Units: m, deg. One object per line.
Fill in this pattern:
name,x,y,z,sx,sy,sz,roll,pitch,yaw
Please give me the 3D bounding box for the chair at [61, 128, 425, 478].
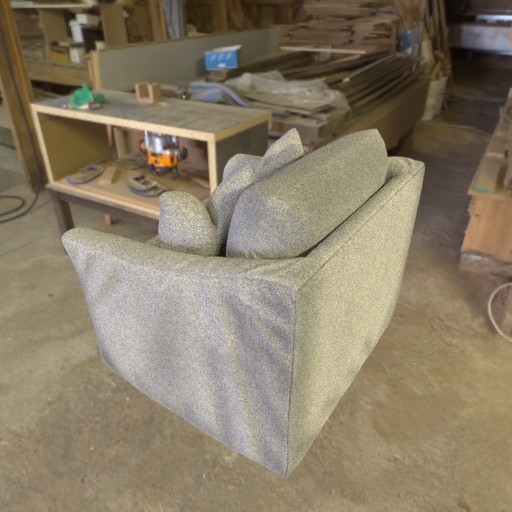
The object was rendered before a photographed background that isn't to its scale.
chair,0.000,0.000,1.997,1.071,1.059,1.194,20,37,29
